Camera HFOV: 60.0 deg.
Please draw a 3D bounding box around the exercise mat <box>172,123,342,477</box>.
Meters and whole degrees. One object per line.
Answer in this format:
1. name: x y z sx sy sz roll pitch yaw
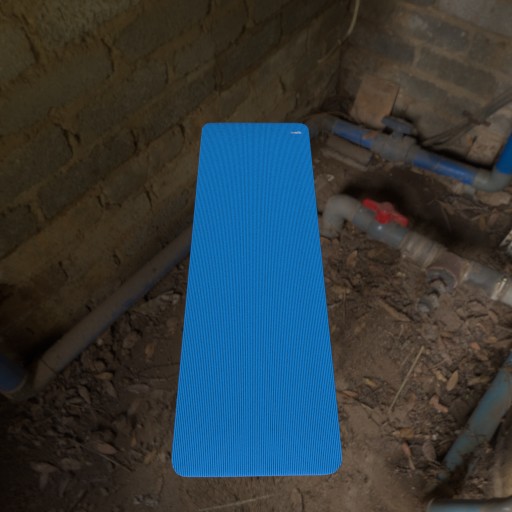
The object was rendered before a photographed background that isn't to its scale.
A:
1. exercise mat: 0.000 0.000 2.083 0.616 0.021 1.869 0 57 0
